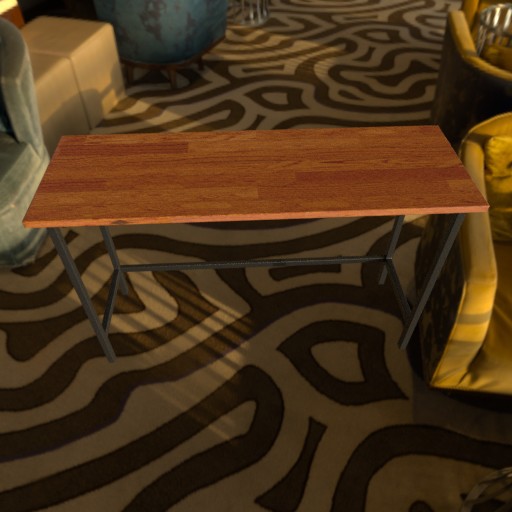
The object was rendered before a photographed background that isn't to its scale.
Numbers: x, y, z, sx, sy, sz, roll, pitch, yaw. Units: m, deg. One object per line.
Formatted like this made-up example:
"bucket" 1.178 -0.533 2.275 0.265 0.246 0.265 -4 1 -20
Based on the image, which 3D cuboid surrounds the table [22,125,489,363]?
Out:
"table" 0.000 0.000 1.545 1.204 0.740 0.408 -2 46 -2
